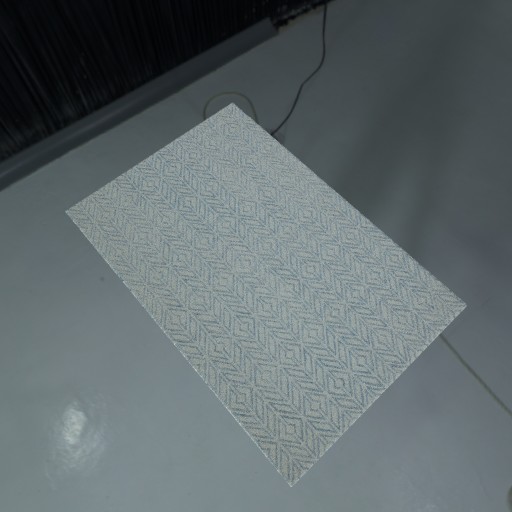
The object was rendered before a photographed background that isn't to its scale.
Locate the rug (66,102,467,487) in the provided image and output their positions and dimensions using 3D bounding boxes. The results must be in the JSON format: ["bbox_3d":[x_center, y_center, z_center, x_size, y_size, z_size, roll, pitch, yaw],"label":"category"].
[{"bbox_3d":[0.000,0.000,2.350,1.220,0.008,1.824,-39,70,-17],"label":"rug"}]
